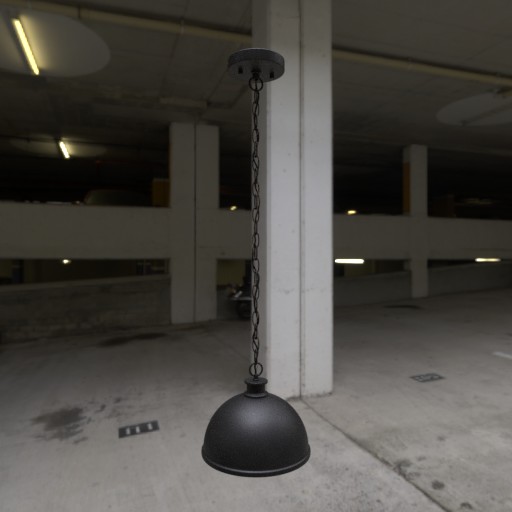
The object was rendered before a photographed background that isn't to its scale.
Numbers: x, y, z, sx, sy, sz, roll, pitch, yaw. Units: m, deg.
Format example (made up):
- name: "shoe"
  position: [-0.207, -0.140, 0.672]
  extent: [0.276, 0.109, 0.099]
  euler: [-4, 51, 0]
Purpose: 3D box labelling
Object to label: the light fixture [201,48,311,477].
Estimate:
- name: "light fixture"
  position: [0.000, 0.000, 1.241]
  extent: [0.304, 1.090, 0.304]
  euler: [0, 0, -19]
